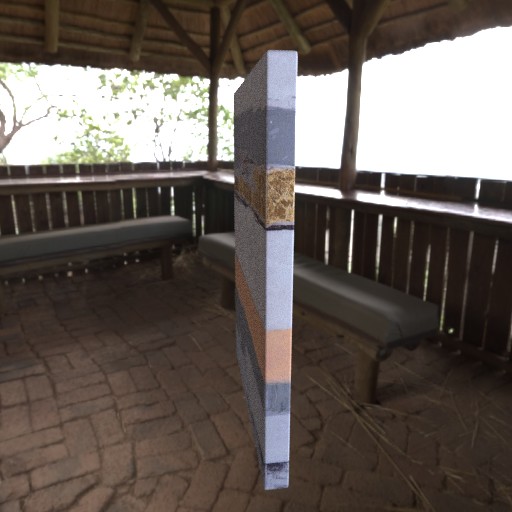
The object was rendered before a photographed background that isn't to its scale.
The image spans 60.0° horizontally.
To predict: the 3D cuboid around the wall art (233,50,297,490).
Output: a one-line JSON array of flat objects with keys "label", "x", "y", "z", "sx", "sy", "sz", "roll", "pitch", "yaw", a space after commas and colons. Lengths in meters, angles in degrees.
[{"label": "wall art", "x": 0.000, "y": 0.000, "z": 0.810, "sx": 0.038, "sy": 0.609, "sz": 0.456, "roll": -2, "pitch": 14, "yaw": -7}]
